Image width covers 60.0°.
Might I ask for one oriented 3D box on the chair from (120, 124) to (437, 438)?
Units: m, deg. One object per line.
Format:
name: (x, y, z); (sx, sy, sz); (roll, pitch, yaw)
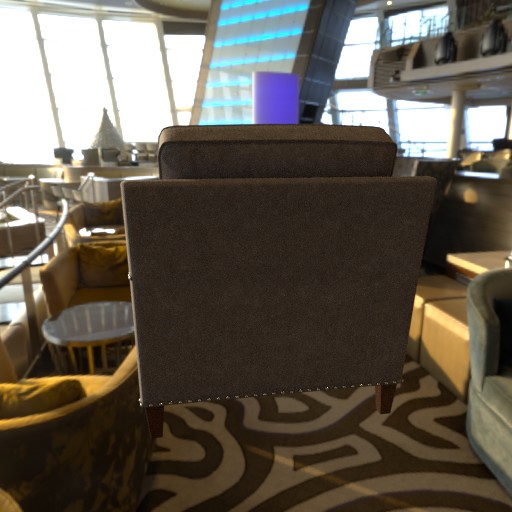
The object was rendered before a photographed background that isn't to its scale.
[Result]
chair: (0.000, 0.000, 1.706); (0.853, 0.948, 1.014); (-2, 15, -9)
